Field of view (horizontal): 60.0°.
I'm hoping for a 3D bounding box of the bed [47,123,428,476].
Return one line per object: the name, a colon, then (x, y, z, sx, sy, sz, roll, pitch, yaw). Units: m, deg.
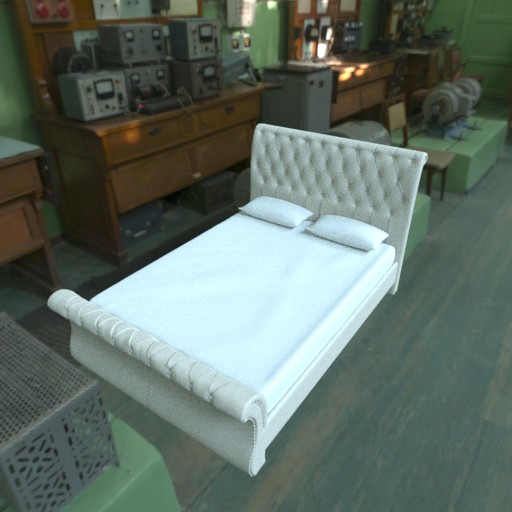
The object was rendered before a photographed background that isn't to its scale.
bed: (0.000, 0.000, 3.354, 1.606, 1.268, 2.493, 20, 36, 30)
